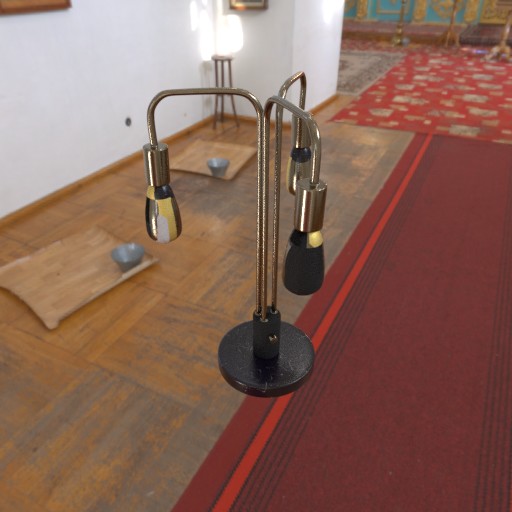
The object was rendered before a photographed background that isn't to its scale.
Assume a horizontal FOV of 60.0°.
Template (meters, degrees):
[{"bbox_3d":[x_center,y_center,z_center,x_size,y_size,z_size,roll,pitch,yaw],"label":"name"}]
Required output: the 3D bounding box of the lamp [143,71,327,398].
[{"bbox_3d":[0.000,0.000,0.785,0.355,0.560,0.368,-10,34,-15],"label":"lamp"}]
